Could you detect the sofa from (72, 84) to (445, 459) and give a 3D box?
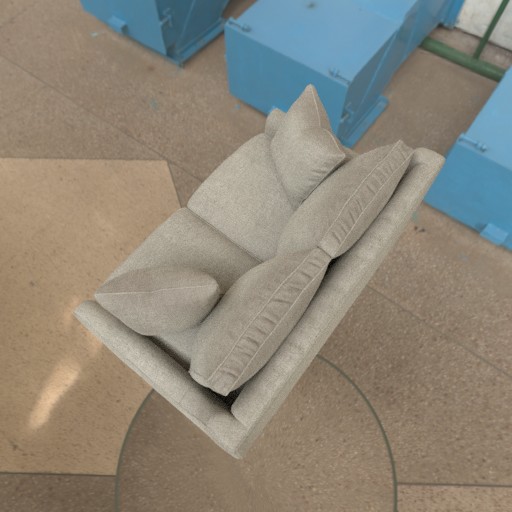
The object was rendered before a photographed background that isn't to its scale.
[{"bbox_3d":[0.000,0.000,2.005,0.915,0.863,1.422,34,69,16],"label":"sofa"}]
